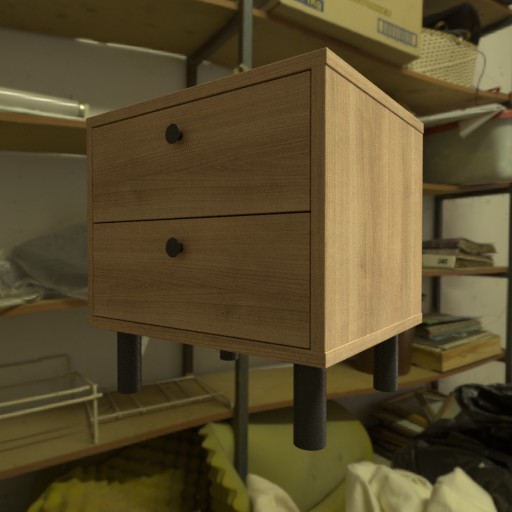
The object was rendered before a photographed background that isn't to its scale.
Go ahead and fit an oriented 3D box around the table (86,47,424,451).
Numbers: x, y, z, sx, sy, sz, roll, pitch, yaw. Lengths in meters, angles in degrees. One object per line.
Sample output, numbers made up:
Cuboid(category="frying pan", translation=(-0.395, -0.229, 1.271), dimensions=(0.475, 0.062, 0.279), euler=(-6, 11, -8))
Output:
Cuboid(category="table", translation=(0.000, 0.000, 0.754), dimensions=(0.445, 0.460, 0.380), euler=(1, 1, 36))
